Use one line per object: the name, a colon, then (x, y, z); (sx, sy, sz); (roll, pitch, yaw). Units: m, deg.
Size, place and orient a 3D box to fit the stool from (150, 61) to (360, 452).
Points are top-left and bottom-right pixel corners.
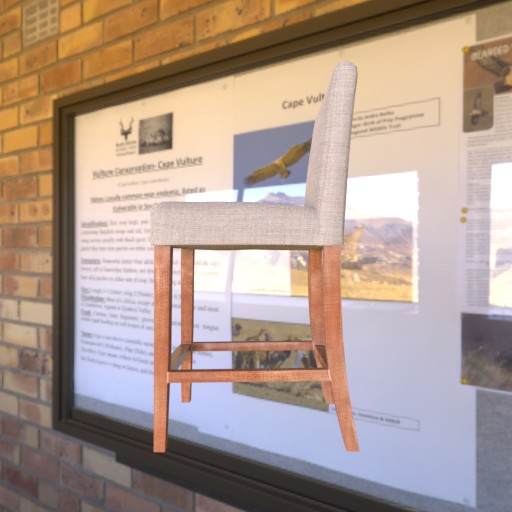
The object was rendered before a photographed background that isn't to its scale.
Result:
stool: (0.000, 0.000, 1.379); (0.567, 1.039, 0.454); (0, 0, 1)
